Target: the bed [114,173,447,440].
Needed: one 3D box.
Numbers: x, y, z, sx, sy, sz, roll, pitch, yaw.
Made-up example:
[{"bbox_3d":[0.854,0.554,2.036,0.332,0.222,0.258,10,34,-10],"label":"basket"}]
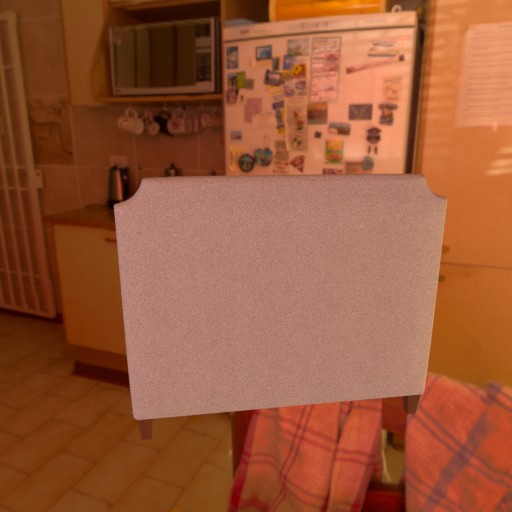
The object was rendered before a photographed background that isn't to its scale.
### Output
[{"bbox_3d":[0.000,0.000,3.465,1.712,1.443,2.372,-2,15,-8],"label":"bed"}]
